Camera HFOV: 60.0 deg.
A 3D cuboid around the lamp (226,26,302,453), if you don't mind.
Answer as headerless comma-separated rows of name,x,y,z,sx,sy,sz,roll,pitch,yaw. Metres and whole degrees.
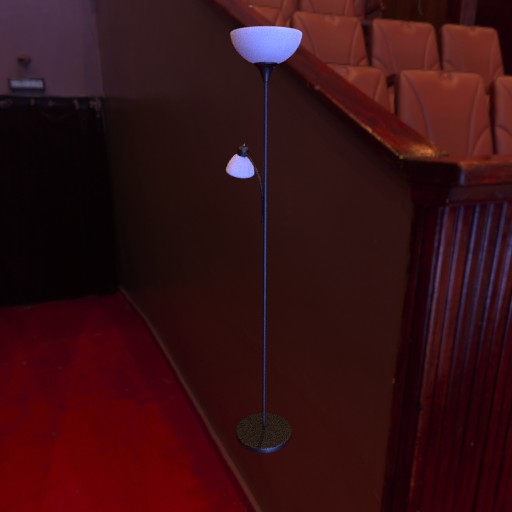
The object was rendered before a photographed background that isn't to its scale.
lamp,0.000,0.000,2.012,0.279,1.804,0.442,-8,19,-26
